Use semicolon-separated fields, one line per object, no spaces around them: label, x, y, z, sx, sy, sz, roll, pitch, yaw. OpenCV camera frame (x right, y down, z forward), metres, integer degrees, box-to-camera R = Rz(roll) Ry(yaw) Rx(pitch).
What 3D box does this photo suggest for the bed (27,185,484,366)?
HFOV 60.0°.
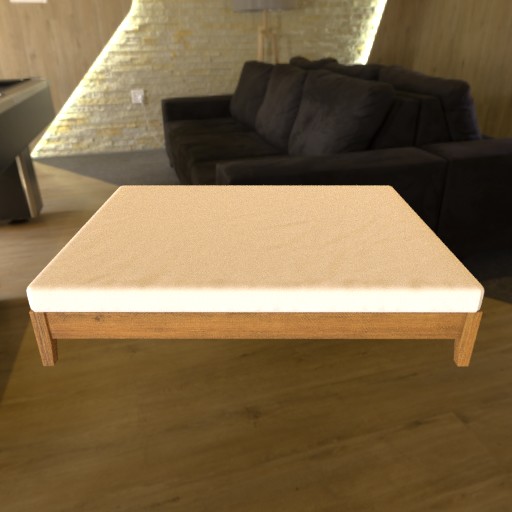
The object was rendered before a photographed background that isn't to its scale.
bed;0.000;0.000;2.682;2.016;0.431;1.536;0;26;0
